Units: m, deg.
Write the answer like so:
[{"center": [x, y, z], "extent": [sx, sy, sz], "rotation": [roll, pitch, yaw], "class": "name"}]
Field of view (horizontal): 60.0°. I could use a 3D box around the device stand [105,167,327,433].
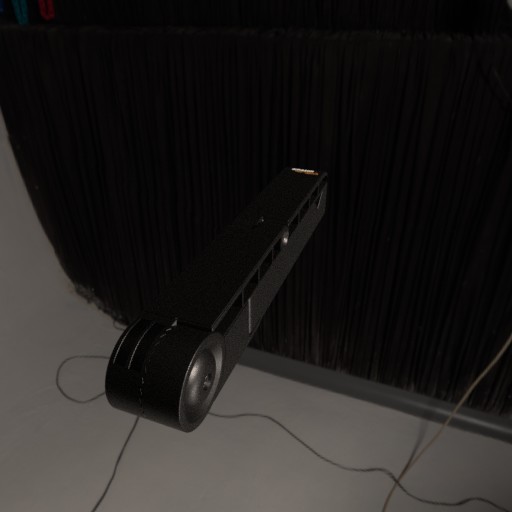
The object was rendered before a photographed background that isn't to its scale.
[{"center": [0.000, 0.000, 0.196], "extent": [0.026, 0.030, 0.179], "rotation": [11, 32, 18], "class": "device stand"}]
